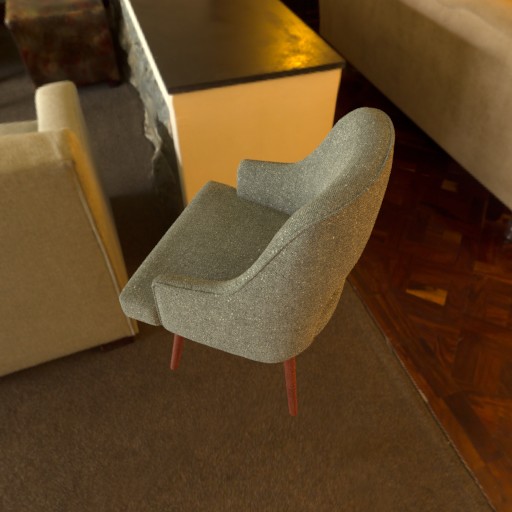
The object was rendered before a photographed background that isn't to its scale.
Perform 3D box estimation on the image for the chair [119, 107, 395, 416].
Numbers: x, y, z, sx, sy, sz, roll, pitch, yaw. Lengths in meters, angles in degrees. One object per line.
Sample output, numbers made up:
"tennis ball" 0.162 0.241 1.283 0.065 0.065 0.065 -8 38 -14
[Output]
"chair" 0.000 0.000 1.329 0.629 0.875 0.608 16 49 15
